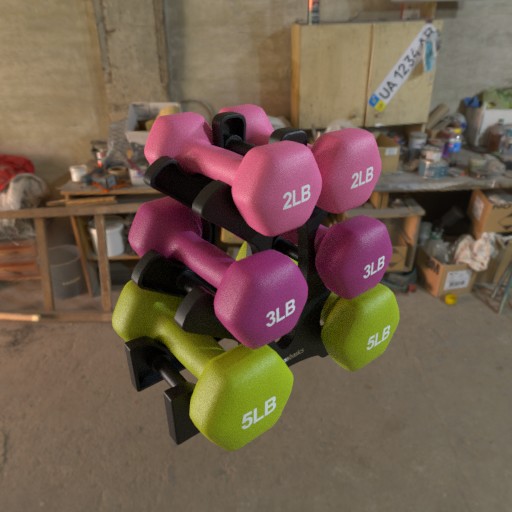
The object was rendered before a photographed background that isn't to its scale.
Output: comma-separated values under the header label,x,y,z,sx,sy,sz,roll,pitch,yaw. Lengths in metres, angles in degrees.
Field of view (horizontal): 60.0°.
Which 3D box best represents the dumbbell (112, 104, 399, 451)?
label,x,y,z,sx,sy,sz,roll,pitch,yaw
dumbbell,0.000,0.000,0.437,0.257,0.261,0.203,-21,35,-33
